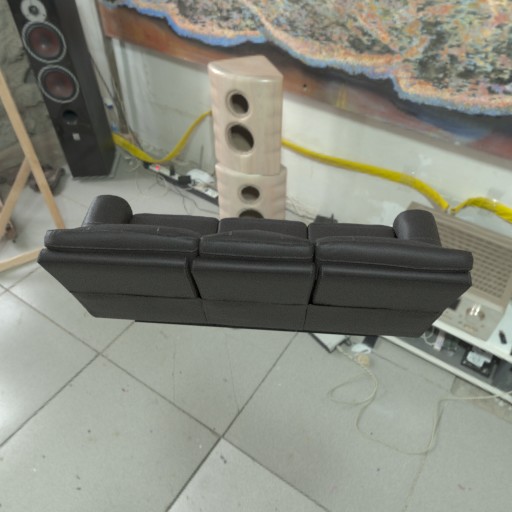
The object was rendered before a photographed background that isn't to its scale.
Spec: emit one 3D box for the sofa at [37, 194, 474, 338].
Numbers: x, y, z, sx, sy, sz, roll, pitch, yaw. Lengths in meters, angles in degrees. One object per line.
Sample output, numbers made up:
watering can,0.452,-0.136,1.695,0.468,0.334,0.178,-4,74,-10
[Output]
sofa,0.000,0.000,3.202,2.627,1.134,1.104,3,45,3
